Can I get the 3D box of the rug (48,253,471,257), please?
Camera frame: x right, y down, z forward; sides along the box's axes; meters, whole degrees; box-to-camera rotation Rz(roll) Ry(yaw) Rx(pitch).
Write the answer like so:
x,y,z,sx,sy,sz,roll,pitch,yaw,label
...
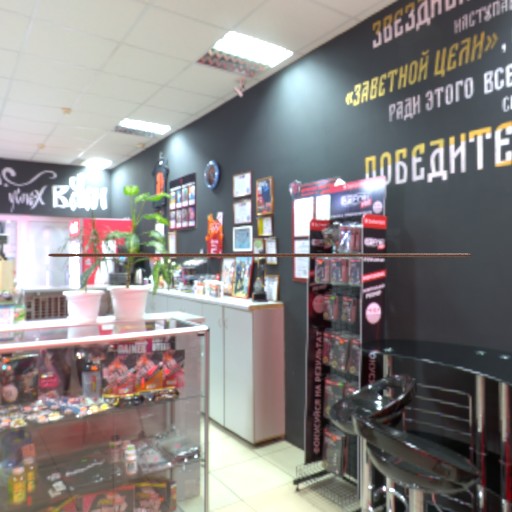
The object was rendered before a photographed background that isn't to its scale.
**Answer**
x,y,z,sx,sy,sz,roll,pitch,yaw,label
0.000,0.000,4.015,2.413,0.020,3.041,0,0,-1,rug
